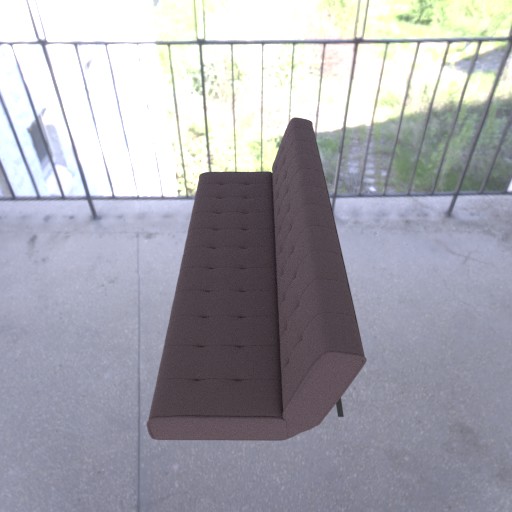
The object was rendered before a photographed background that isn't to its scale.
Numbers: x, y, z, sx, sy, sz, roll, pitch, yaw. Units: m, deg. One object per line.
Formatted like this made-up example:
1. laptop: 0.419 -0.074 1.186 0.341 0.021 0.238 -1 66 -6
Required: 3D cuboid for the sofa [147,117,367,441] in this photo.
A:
1. sofa: 0.000 0.000 2.140 0.747 0.699 1.703 0 40 0
